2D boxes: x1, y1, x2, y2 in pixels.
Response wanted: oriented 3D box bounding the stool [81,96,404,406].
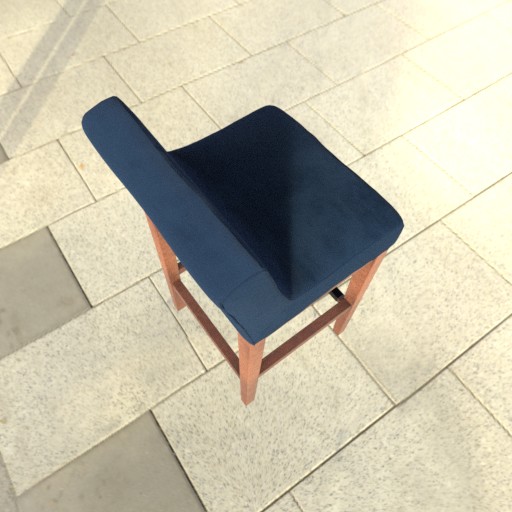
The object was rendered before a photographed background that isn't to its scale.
[{"bbox_3d":[0.000,0.000,1.235,0.516,0.945,0.511,-33,65,-18],"label":"stool"}]
